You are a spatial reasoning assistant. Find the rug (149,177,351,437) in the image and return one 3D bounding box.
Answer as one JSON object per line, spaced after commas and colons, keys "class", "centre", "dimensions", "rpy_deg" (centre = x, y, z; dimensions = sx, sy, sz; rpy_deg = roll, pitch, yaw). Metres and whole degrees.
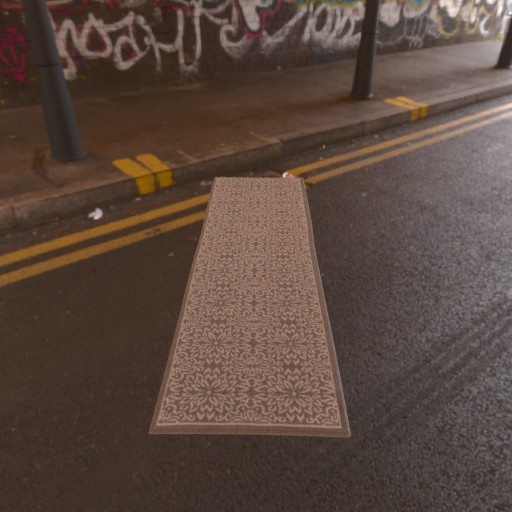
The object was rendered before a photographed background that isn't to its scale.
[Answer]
{"class": "rug", "centre": [0.000, 0.000, 2.373], "dimensions": [0.662, 0.011, 2.196], "rpy_deg": [1, 32, 1]}
